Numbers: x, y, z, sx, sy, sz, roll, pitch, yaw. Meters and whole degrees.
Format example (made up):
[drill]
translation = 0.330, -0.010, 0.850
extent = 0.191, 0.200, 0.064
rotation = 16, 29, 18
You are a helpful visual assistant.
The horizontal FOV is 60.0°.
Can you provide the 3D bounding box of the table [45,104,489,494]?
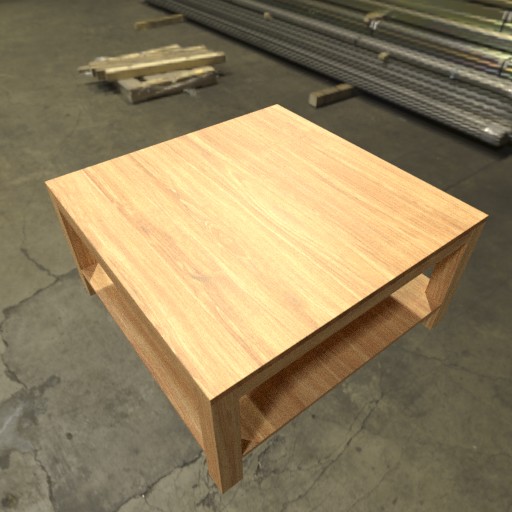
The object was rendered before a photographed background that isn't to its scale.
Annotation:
[table]
translation = 0.000, 0.000, 1.413
extent = 0.900, 0.450, 0.900
rotation = -27, 49, -27
